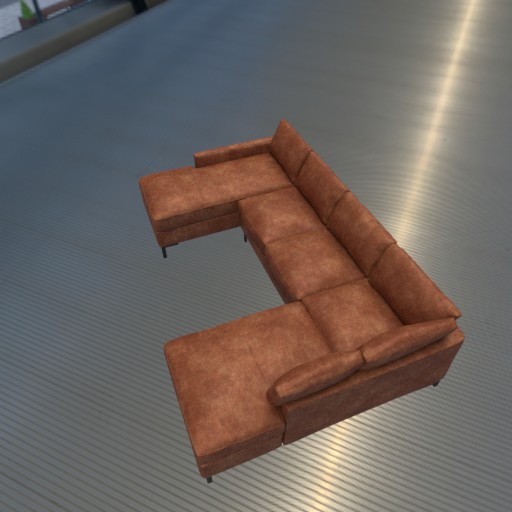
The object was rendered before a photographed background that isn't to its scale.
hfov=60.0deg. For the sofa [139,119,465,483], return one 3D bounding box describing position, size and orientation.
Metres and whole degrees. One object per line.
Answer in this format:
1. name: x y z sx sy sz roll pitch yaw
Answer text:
1. sofa: 0.000 0.000 3.828 1.939 0.900 2.956 -16 47 -15
